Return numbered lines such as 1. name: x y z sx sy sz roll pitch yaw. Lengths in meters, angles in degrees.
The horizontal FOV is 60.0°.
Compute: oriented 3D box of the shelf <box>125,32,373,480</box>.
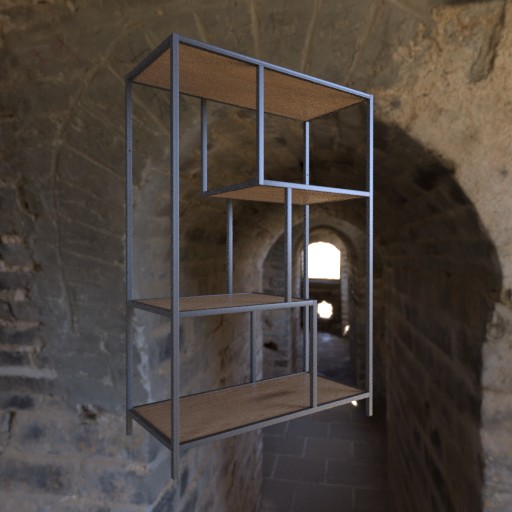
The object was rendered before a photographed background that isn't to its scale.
1. shelf: 0.000 0.000 1.492 0.770 1.138 0.350 0 1 -36
